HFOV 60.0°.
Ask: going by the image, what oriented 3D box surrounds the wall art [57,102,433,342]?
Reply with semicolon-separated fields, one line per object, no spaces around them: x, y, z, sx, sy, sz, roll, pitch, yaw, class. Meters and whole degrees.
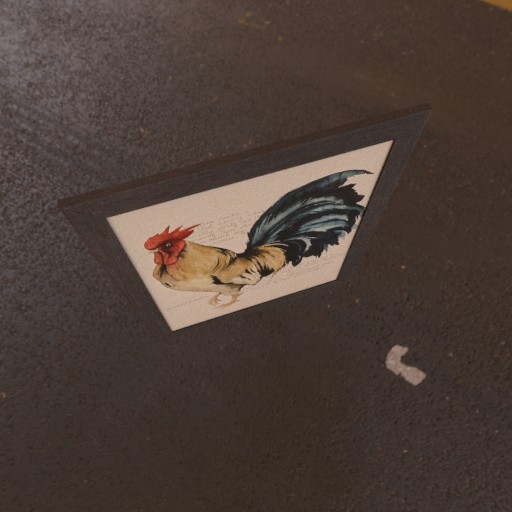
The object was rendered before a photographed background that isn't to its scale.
0.000;0.000;0.794;0.476;0.570;0.013;-17;65;-8;wall art
